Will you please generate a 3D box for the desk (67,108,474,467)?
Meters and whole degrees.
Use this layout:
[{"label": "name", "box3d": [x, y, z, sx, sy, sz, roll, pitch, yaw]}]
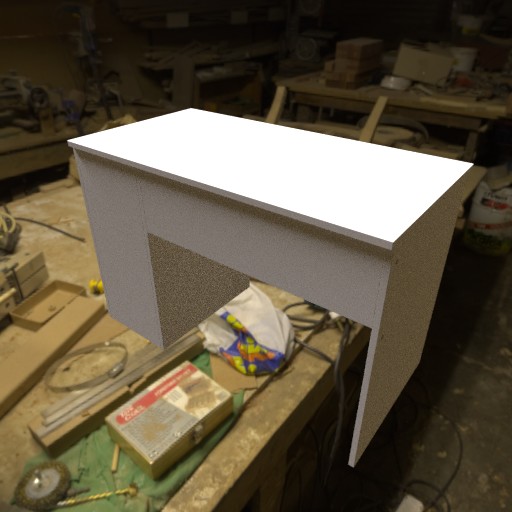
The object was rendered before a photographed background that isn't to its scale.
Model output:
[{"label": "desk", "box3d": [0.000, 0.000, 1.513, 1.096, 0.730, 0.560, 22, 37, 31]}]
